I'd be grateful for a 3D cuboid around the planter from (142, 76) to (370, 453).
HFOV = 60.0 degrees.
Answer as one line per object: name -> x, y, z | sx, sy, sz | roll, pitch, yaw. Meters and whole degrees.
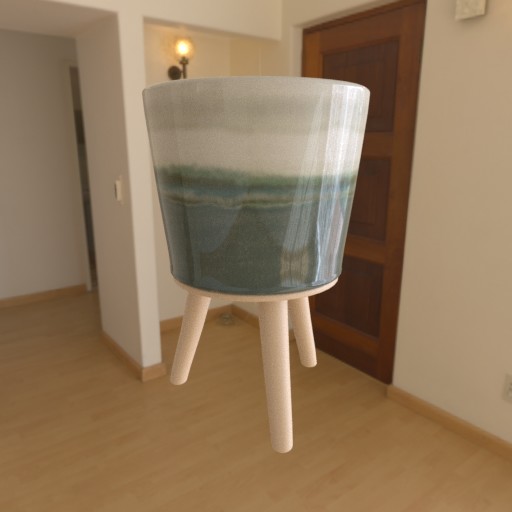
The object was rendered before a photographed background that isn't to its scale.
planter -> 0.000, 0.000, 0.473 | 0.217, 0.331, 0.217 | 8, 16, 27
